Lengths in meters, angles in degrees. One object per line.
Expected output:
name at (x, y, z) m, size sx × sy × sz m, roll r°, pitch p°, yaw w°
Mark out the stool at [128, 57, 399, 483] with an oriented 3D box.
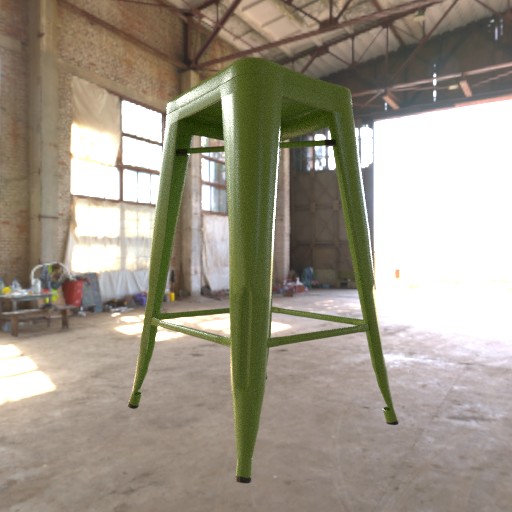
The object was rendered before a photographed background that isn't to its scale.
stool at (0.000, 0.000, 0.848) m, size 0.358 × 0.609 × 0.398 m, roll 0°, pitch 0°, yaw -38°
